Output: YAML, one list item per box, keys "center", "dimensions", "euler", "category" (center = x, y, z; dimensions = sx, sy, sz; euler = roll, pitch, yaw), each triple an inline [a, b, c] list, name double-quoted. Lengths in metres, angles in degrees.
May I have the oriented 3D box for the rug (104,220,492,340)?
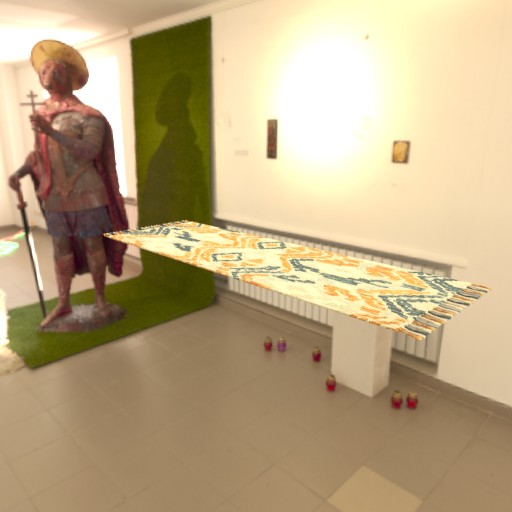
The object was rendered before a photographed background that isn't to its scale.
- center: [0.000, 0.000, 2.684]
  dimensions: [2.437, 0.010, 0.783]
  euler: [15, 21, 43]
  category: "rug"
